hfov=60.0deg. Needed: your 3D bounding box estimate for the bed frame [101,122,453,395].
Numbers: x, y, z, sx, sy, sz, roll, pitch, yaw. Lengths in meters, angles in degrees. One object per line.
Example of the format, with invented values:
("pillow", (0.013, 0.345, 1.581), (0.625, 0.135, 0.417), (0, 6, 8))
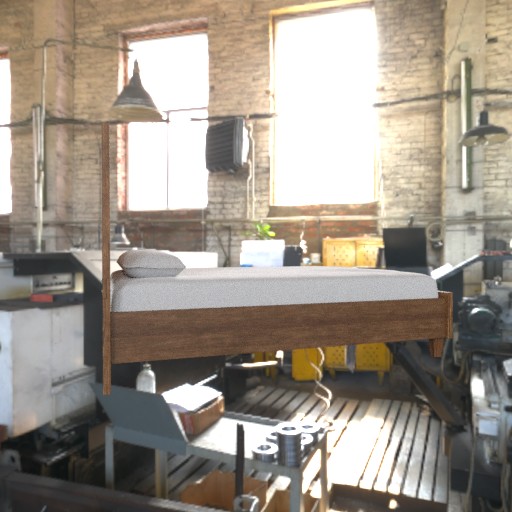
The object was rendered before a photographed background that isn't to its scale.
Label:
("bed frame", (0.000, 0.000, 3.471), (2.276, 1.417, 1.696), (0, 1, -19))
